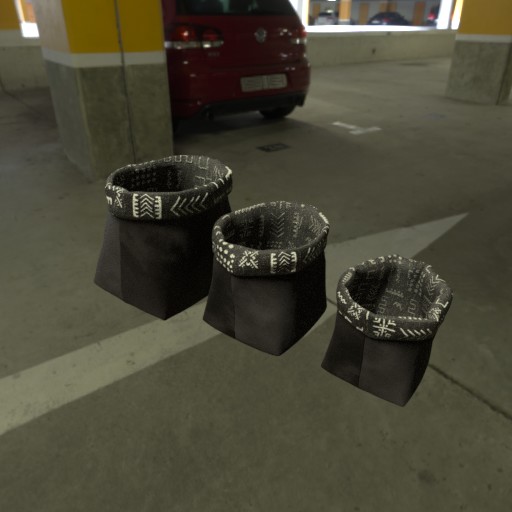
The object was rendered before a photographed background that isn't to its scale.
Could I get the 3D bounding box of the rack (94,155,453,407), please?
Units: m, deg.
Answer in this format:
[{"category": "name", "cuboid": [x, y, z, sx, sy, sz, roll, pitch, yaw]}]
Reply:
[{"category": "rack", "cuboid": [0.000, 0.000, 1.091, 0.905, 0.323, 0.379, 19, 34, 31]}]
